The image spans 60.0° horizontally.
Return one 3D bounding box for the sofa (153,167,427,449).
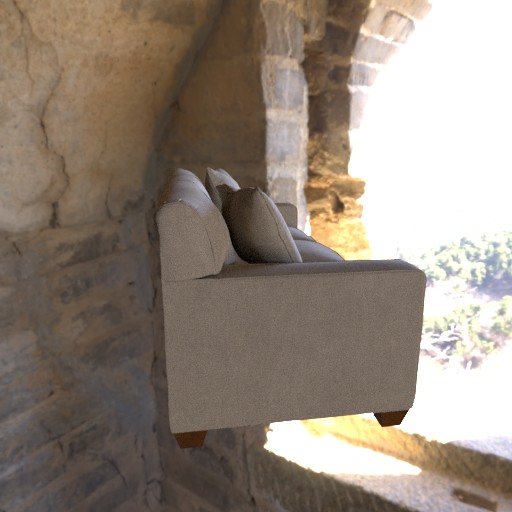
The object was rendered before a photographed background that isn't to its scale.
[{"bbox_3d":[0.000,0.000,2.522,0.997,0.958,2.024,-2,14,-9],"label":"sofa"}]
